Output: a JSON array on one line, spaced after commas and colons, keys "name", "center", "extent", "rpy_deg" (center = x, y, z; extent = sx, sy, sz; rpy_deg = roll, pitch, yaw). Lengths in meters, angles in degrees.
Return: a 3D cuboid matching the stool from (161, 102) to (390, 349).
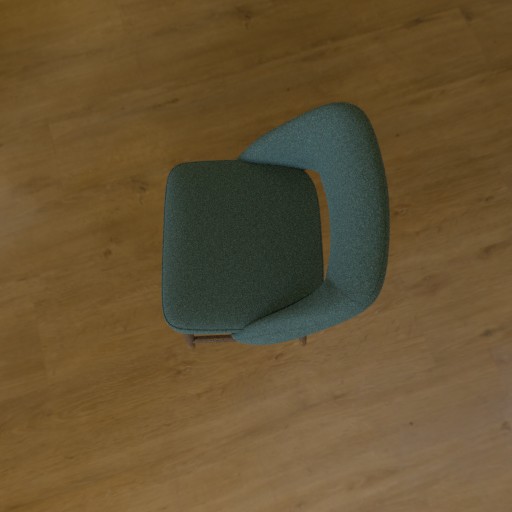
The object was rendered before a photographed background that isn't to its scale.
[{"name": "stool", "center": [0.000, 0.000, 1.298], "extent": [0.522, 0.939, 0.536], "rpy_deg": [-1, 74, 0]}]
